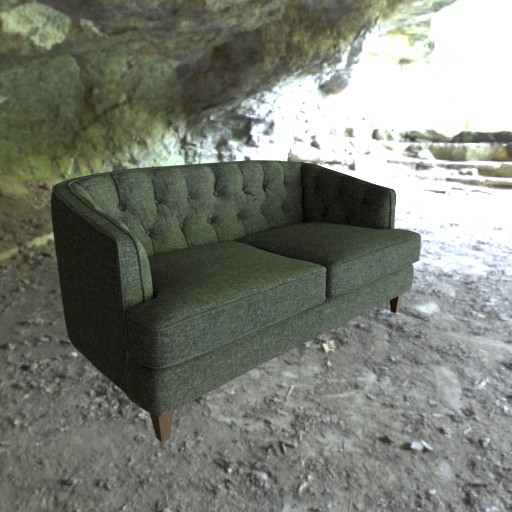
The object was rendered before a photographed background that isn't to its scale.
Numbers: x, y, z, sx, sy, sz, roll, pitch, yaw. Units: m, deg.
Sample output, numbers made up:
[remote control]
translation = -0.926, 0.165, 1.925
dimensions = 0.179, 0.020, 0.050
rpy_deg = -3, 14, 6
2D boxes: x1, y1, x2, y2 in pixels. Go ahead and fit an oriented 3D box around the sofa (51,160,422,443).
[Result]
[sofa]
translation = 0.000, 0.000, 2.197
dimensions = 1.733, 0.855, 0.941
rpy_deg = -15, 22, -42
